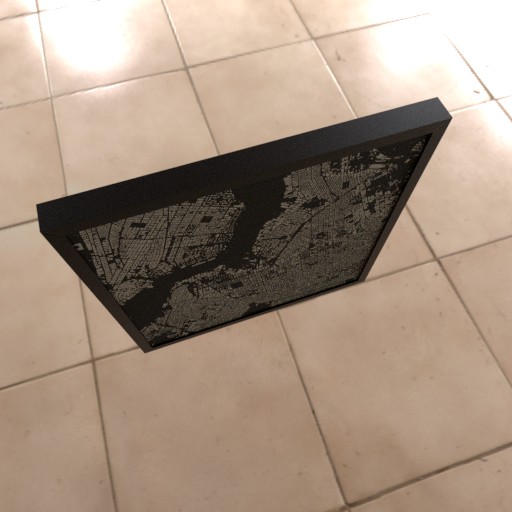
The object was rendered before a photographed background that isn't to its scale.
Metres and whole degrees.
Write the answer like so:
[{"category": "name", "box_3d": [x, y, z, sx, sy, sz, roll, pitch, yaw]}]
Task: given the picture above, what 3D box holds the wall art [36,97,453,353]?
[{"category": "wall art", "box_3d": [0.000, 0.000, 0.748, 0.506, 0.506, 0.038, -17, 64, -9]}]
